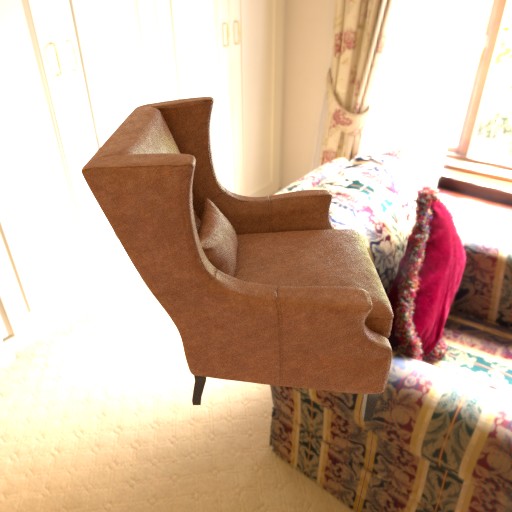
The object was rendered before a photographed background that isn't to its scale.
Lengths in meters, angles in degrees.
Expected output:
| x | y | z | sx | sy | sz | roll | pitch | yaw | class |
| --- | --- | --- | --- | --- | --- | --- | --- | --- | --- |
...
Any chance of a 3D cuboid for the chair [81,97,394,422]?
| x | y | z | sx | sy | sz | roll | pitch | yaw | class |
| --- | --- | --- | --- | --- | --- | --- | --- | --- | --- |
| 0.000 | 0.000 | 1.687 | 0.926 | 1.016 | 0.853 | 0 | 32 | 0 | chair |
